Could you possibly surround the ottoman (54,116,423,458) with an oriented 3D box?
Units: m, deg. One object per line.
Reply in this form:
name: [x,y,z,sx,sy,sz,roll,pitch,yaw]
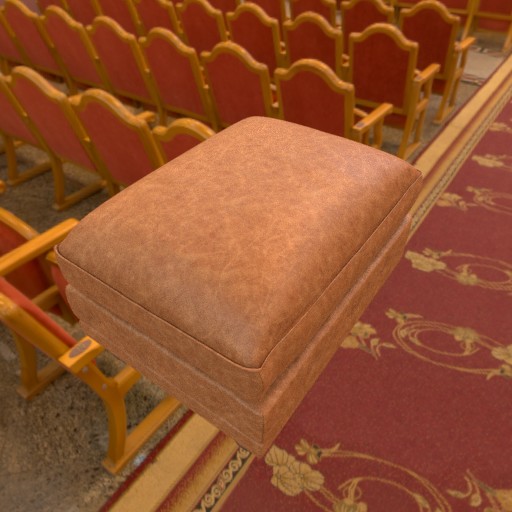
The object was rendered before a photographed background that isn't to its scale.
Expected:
ottoman: [0.000,0.000,1.071,0.533,0.480,0.710,25,47,26]
